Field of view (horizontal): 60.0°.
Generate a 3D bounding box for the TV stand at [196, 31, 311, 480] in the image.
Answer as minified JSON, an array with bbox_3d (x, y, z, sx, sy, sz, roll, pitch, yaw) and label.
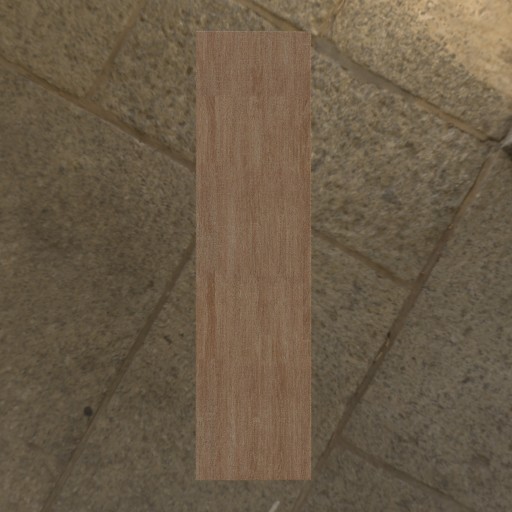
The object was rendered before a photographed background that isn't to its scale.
[{"bbox_3d":[0.000,0.000,1.749,0.398,0.610,1.466,0,90,-1],"label":"TV stand"}]
